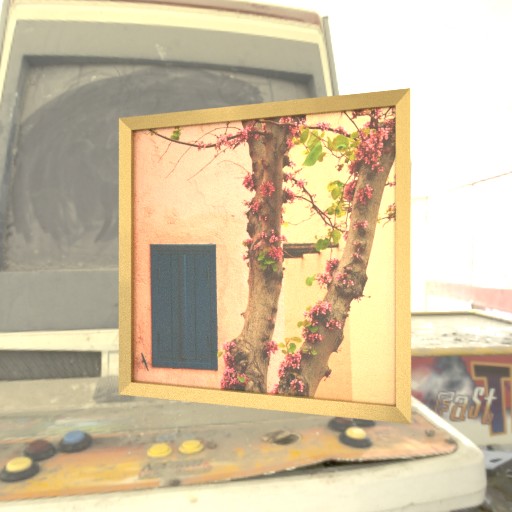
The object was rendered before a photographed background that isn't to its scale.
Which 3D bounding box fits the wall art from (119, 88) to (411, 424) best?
[{"bbox_3d":[0.000,0.000,0.463,0.304,0.305,0.038,0,0,17],"label":"wall art"}]
